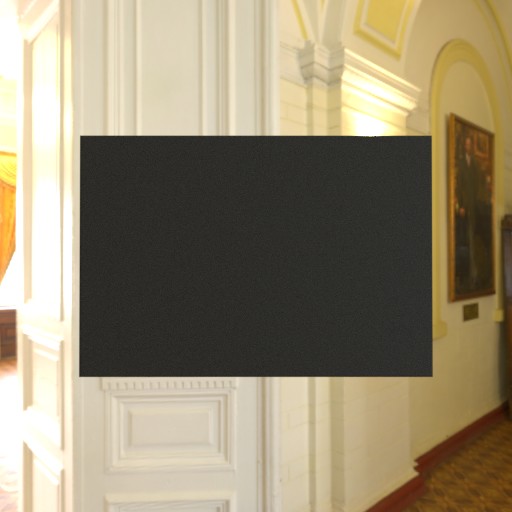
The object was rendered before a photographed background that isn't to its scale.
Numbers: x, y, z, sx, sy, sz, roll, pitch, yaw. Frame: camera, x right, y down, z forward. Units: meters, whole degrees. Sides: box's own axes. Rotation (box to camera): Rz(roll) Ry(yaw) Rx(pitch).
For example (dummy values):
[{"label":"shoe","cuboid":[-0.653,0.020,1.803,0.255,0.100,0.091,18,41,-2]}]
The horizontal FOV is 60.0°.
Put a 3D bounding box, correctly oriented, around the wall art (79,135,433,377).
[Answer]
[{"label":"wall art","cuboid":[0.000,0.000,1.222,0.964,0.659,0.049,0,-1,2]}]
